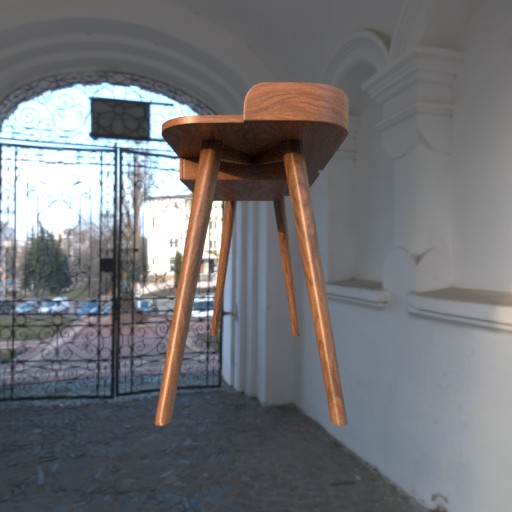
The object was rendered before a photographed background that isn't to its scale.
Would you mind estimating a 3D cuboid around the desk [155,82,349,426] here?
[{"bbox_3d":[0.000,0.000,1.657,0.486,0.800,1.256,0,0,0],"label":"desk"}]
